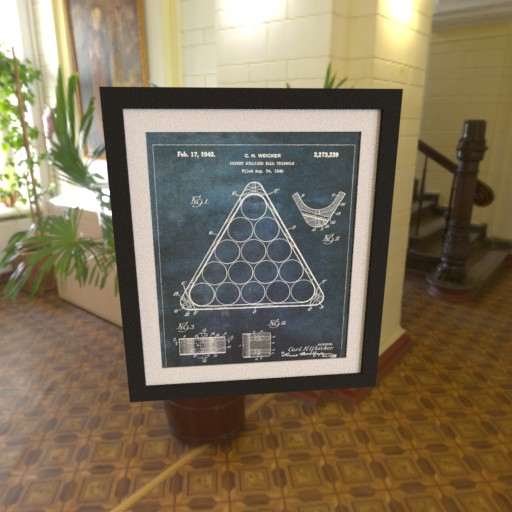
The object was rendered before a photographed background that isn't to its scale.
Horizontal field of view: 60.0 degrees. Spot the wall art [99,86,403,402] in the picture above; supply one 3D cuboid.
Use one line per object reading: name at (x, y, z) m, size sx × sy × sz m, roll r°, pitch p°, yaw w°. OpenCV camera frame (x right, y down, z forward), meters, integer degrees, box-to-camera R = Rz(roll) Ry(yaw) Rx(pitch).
wall art at (0.000, 0.000, 0.509) m, size 0.311 × 0.361 × 0.010 m, roll -2°, pitch 17°, yaw -6°
